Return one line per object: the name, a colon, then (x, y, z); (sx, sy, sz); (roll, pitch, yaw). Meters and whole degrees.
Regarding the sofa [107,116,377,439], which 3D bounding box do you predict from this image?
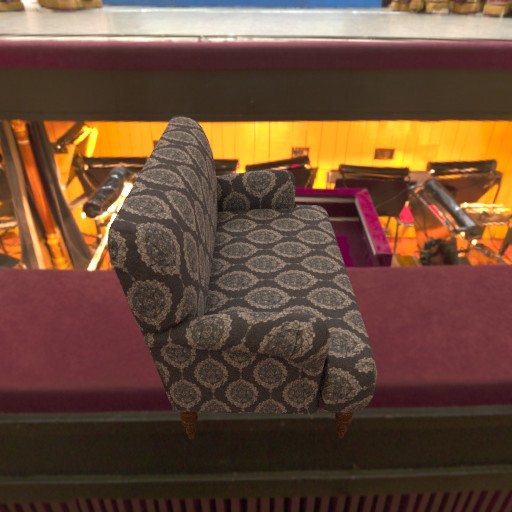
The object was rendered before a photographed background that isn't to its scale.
sofa: (0.000, 0.000, 1.829); (0.779, 0.867, 1.297); (0, 32, -1)
